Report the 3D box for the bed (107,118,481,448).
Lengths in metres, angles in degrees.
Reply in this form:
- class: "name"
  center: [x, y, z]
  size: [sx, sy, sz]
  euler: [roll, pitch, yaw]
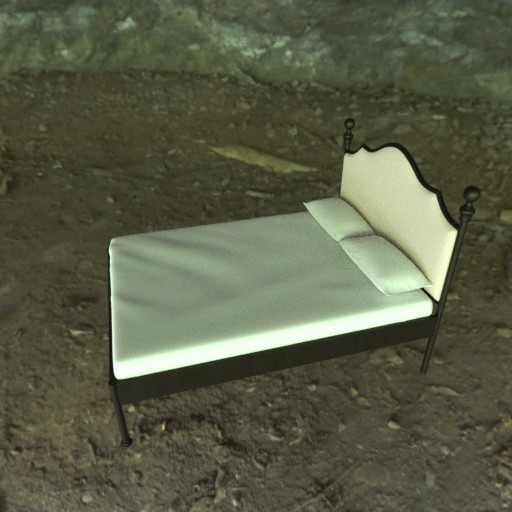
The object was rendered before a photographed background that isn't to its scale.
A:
- class: "bed"
  center: [0.000, 0.000, 3.291]
  size: [2.224, 1.499, 1.642]
  euler: [-9, 33, -14]
